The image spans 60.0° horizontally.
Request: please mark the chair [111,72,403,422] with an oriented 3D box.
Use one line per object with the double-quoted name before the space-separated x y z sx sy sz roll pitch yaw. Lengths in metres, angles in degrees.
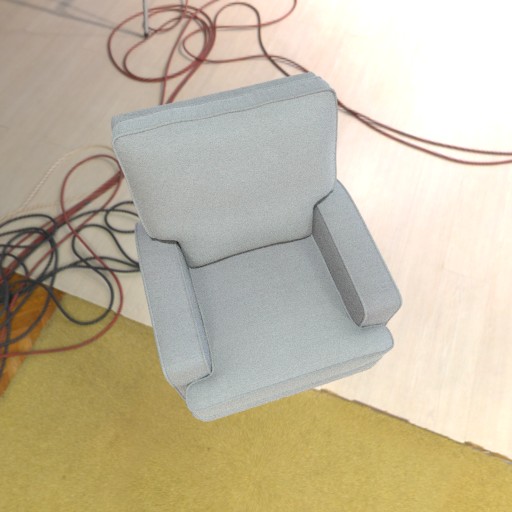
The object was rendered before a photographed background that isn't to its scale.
"chair" 0.000 0.000 1.670 0.861 0.964 0.969 -16 64 -8
